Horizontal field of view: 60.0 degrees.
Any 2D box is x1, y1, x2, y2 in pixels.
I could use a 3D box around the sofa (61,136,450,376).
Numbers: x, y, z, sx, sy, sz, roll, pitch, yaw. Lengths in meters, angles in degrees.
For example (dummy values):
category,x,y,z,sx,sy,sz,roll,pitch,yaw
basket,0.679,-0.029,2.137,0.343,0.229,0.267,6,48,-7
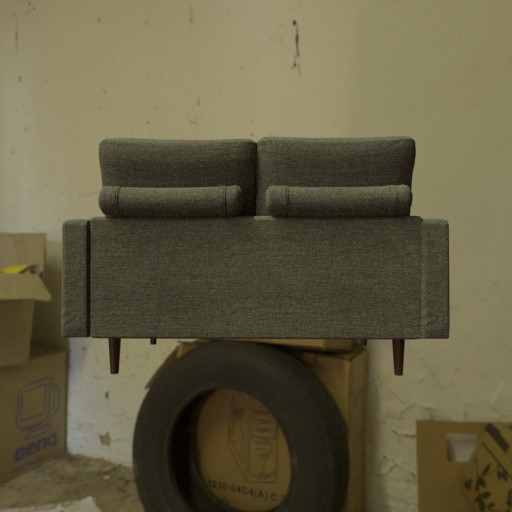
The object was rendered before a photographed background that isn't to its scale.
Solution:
category,x,y,z,sx,sy,sz,roll,pitch,yaw
sofa,0.000,0.000,1.978,1.407,0.907,0.842,0,-1,1
